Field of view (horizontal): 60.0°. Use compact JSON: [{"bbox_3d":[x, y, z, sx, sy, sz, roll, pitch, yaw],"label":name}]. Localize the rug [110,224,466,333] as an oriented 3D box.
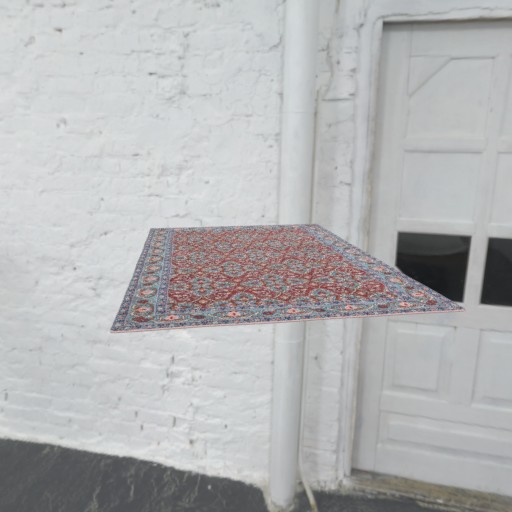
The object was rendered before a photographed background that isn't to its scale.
[{"bbox_3d":[0.000,0.000,2.347,1.219,0.009,1.829,-2,14,-9],"label":"rug"}]
